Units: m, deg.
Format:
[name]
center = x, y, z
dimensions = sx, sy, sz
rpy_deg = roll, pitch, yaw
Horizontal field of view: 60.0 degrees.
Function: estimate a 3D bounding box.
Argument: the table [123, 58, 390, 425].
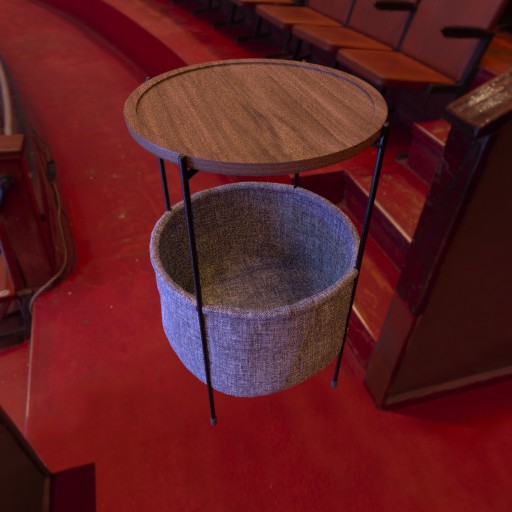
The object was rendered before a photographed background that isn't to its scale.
[table]
center = 0.000, 0.000, 0.866
dimensions = 0.400, 0.623, 0.400
rpy_deg = -12, 42, -14
